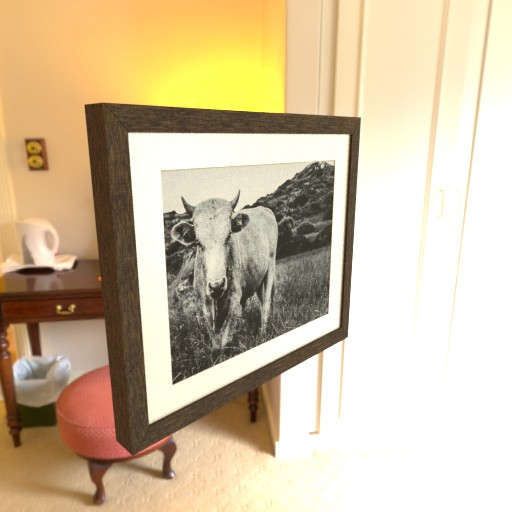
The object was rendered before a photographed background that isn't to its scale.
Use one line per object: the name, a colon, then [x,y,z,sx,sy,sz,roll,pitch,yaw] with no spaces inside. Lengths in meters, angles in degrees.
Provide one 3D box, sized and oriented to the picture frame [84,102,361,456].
picture frame: [0.000,0.000,0.535,0.033,0.330,0.378,14,21,43]
